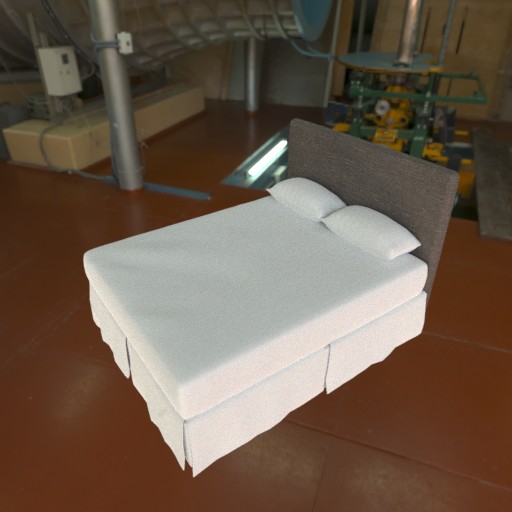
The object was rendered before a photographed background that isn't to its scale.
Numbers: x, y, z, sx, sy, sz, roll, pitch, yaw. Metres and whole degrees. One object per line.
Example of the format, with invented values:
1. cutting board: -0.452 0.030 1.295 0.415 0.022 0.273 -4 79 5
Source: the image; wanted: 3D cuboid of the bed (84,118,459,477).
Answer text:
1. bed: 0.000 0.000 3.208 2.142 1.330 1.723 -20 37 -29
